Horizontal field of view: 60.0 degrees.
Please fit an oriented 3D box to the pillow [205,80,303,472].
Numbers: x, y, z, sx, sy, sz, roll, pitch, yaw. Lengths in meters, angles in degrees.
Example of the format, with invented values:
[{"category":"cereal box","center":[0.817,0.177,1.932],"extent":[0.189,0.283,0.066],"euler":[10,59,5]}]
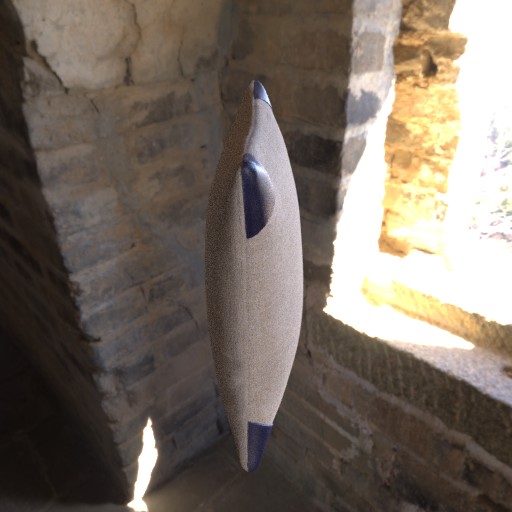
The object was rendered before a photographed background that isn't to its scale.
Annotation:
[{"category":"pillow","center":[0.000,0.000,0.675],"extent":[0.147,0.441,0.440],"euler":[0,31,0]}]
